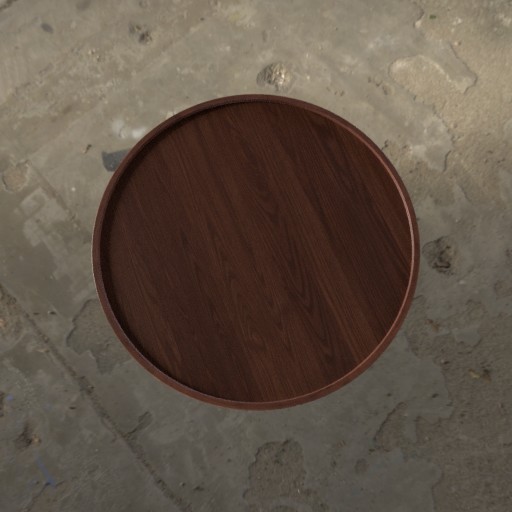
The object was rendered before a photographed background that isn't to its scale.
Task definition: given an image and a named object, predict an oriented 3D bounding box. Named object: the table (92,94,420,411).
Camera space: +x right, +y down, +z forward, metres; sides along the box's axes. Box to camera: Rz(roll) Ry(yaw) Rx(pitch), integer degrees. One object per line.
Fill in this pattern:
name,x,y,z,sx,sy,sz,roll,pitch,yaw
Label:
table,0.000,0.000,1.257,0.800,0.360,0.800,0,76,0
